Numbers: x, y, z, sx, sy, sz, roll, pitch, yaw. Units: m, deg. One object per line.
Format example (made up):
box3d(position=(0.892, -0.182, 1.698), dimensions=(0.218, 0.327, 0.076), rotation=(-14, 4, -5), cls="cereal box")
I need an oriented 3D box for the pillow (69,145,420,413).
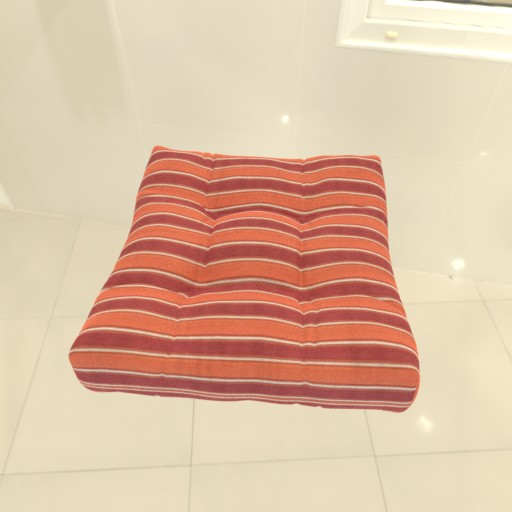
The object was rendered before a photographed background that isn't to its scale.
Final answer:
box3d(position=(0.000, 0.000, 0.739), dimensions=(0.468, 0.133, 0.490), rotation=(3, 48, 3), cls="pillow")
